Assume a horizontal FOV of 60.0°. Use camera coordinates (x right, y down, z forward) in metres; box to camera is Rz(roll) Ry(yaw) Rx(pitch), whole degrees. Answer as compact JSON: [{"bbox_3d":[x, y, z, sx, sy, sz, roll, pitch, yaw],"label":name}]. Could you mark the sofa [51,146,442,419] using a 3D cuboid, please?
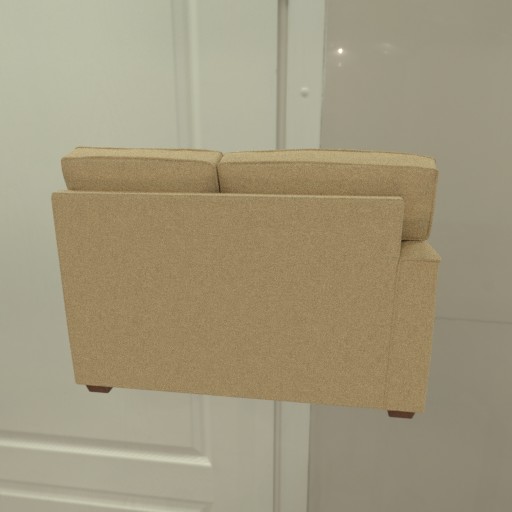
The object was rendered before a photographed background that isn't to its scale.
[{"bbox_3d":[0.000,0.000,2.034,1.388,0.989,0.991,2,15,8],"label":"sofa"}]
